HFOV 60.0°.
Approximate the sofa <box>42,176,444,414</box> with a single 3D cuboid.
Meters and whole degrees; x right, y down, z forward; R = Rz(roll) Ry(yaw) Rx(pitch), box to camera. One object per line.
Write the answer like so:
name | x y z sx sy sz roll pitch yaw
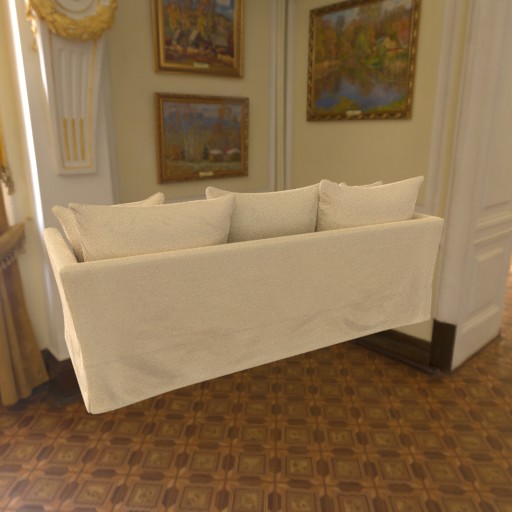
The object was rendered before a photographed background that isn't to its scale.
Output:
sofa | 0.000 0.000 2.967 2.484 1.042 1.030 -8 18 -28
